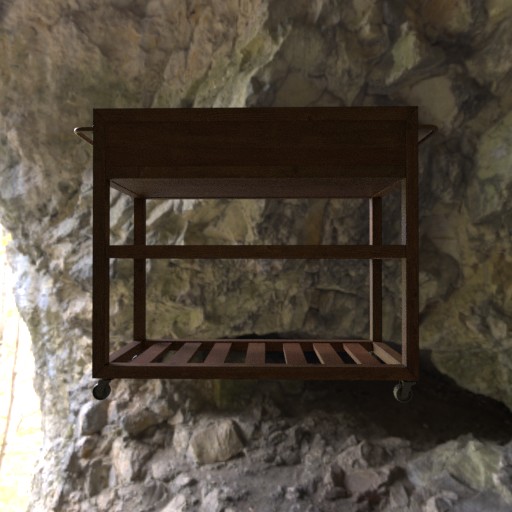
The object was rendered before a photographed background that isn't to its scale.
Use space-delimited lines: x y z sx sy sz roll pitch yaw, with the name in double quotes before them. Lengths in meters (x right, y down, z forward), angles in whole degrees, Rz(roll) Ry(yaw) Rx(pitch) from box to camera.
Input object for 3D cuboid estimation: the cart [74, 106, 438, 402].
"cart" 0.000 0.000 1.462 1.065 0.830 0.445 0 -1 1
